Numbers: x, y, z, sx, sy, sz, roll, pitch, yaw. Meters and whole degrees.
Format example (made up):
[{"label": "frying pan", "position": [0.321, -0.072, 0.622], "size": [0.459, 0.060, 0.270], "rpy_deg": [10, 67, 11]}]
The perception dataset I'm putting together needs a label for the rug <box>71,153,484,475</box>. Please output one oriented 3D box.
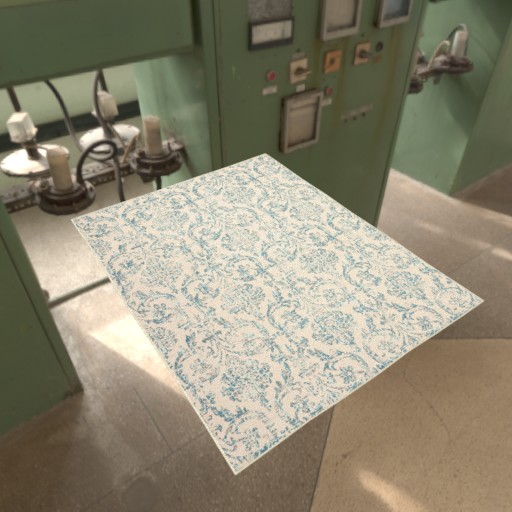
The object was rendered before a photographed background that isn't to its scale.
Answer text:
[{"label": "rug", "position": [0.000, 0.000, 3.943], "size": [2.363, 0.012, 2.980], "rpy_deg": [-25, 47, -26]}]
